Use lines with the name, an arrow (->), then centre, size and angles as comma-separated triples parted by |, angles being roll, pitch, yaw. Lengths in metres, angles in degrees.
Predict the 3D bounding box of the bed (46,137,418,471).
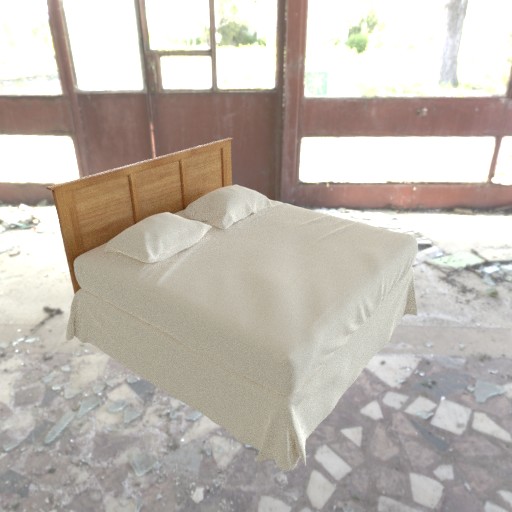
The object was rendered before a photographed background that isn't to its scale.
bed -> 0.000, 0.000, 3.568 | 2.215, 1.270, 2.317 | 19, 33, 32
